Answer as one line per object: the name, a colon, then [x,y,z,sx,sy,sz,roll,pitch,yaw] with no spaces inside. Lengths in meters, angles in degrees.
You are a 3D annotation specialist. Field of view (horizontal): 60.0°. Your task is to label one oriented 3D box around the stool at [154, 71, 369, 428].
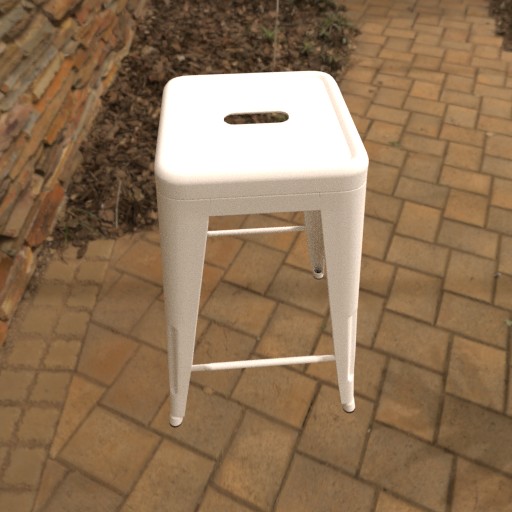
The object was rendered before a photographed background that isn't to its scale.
stool: [0.000,0.000,0.868,0.406,0.610,0.406,-3,48,-3]
